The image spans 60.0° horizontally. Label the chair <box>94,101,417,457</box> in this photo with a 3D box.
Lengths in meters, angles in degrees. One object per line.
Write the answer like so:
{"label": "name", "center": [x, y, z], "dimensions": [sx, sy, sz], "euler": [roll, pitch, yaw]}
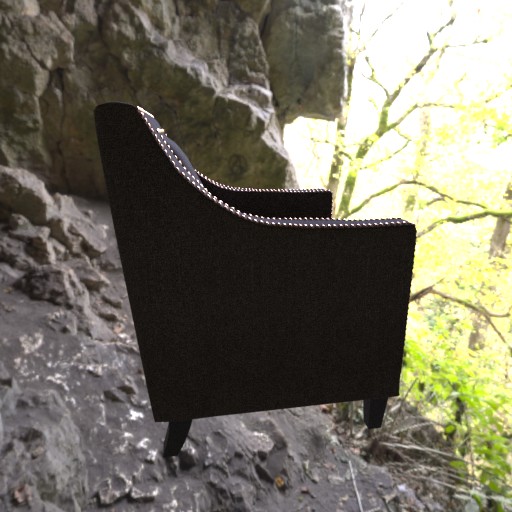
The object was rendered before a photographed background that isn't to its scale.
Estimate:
{"label": "chair", "center": [0.000, 0.000, 1.539], "dimensions": [0.884, 0.967, 0.776], "euler": [-3, 16, -10]}
